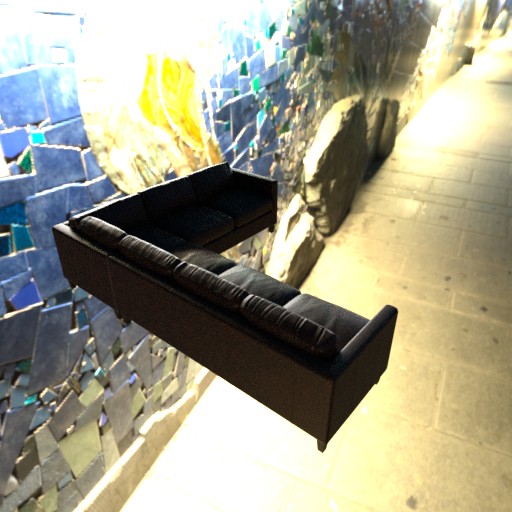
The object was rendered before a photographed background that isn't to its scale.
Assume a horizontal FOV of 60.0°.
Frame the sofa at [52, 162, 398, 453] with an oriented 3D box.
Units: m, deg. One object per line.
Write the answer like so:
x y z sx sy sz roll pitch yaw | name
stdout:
0.000 0.000 4.353 3.152 0.836 2.438 22 37 33 | sofa
